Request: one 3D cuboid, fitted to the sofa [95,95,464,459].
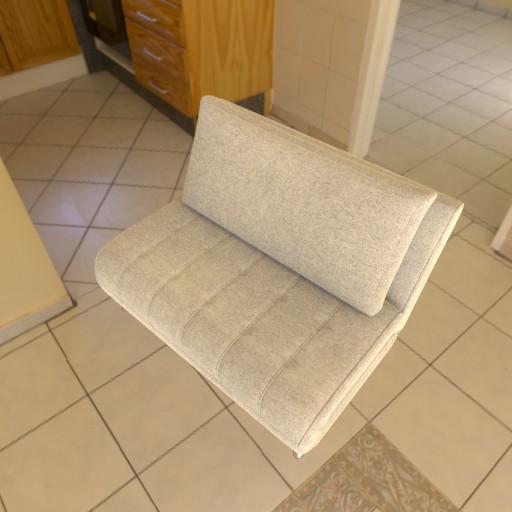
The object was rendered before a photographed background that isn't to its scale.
[{"bbox_3d":[0.000,0.000,1.866,1.220,0.910,0.910,32,54,27],"label":"sofa"}]
